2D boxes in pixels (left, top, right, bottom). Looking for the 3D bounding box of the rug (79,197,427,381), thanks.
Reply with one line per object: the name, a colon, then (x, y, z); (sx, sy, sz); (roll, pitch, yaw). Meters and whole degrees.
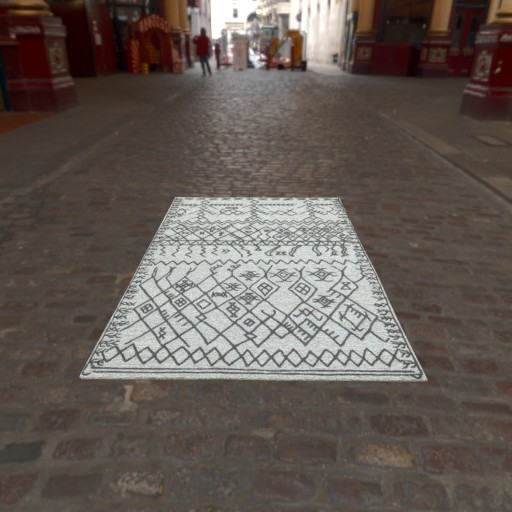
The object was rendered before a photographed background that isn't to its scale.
rug: (0.000, 0.000, 4.745); (2.393, 0.019, 3.824); (0, 26, 1)
